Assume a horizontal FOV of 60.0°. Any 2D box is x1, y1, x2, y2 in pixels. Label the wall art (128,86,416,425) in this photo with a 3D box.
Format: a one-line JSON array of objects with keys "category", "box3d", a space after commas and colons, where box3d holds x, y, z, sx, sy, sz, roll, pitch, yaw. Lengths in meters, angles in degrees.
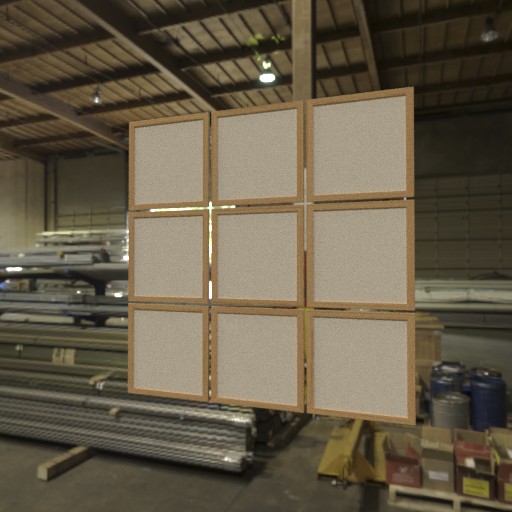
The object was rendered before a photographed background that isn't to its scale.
[{"category": "wall art", "box3d": [0.000, 0.000, 1.801, 1.214, 1.219, 0.013, 0, -1, 19]}]
